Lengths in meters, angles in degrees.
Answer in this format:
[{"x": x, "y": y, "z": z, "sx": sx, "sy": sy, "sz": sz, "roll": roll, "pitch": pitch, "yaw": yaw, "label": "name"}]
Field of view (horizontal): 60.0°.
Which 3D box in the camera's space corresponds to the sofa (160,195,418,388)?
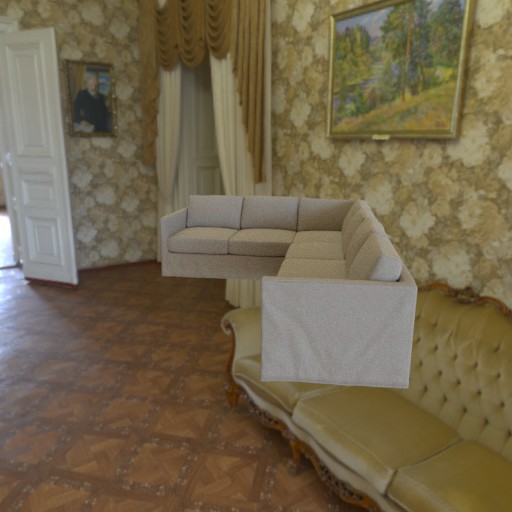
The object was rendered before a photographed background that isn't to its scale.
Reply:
[{"x": 0.000, "y": 0.000, "z": 4.316, "sx": 2.432, "sy": 0.871, "sz": 3.182, "roll": 2, "pitch": 14, "yaw": 9, "label": "sofa"}]
